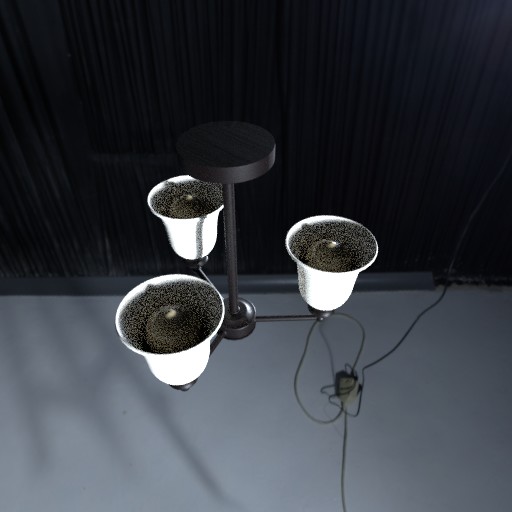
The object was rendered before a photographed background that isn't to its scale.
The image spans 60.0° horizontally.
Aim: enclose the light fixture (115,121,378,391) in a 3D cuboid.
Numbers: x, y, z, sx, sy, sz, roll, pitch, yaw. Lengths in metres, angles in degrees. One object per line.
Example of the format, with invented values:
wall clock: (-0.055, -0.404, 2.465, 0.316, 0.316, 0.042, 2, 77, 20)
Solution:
light fixture: (0.000, 0.000, 0.662, 0.354, 0.370, 0.388, -1, 41, -1)
